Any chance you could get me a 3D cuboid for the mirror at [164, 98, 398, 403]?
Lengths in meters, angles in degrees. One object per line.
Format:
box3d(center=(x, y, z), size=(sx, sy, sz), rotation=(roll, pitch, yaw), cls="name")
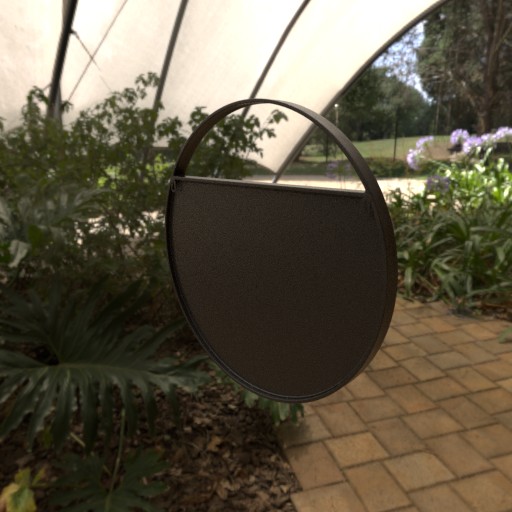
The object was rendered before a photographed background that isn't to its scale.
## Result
box3d(center=(0.000, 0.000, 0.844), size=(0.565, 0.565, 0.032), rotation=(14, 20, 43), cls="mirror")
